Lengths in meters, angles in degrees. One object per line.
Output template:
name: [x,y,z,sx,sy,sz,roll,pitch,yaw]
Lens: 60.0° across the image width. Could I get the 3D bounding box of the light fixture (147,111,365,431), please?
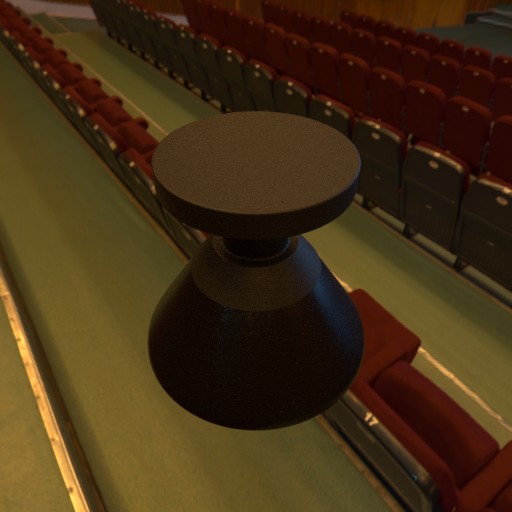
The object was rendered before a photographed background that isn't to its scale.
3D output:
light fixture: [0.000,0.000,0.357,0.200,0.183,0.200,0,41,0]
